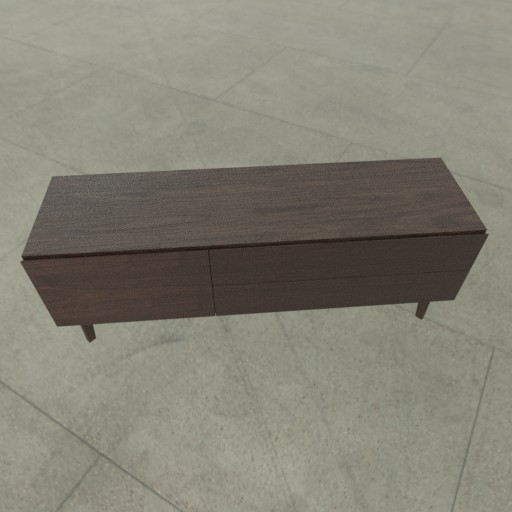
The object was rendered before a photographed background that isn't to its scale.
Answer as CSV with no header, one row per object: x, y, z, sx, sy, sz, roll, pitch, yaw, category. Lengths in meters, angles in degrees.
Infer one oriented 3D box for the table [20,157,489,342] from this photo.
0.000,0.000,1.635,1.397,0.508,0.405,-3,47,-3,table
